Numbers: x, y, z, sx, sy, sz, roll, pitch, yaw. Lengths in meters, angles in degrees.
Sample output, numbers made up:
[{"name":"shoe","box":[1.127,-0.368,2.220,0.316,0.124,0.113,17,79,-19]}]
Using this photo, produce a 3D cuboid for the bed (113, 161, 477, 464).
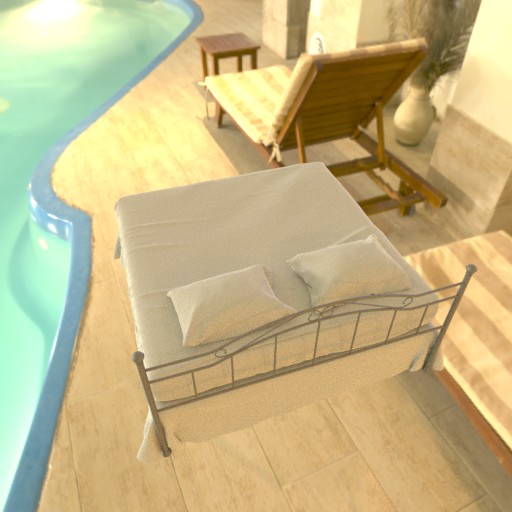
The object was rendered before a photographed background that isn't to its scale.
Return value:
[{"name":"bed","box":[0.000,0.000,3.499,2.309,1.080,2.220,-13,44,-14]}]
